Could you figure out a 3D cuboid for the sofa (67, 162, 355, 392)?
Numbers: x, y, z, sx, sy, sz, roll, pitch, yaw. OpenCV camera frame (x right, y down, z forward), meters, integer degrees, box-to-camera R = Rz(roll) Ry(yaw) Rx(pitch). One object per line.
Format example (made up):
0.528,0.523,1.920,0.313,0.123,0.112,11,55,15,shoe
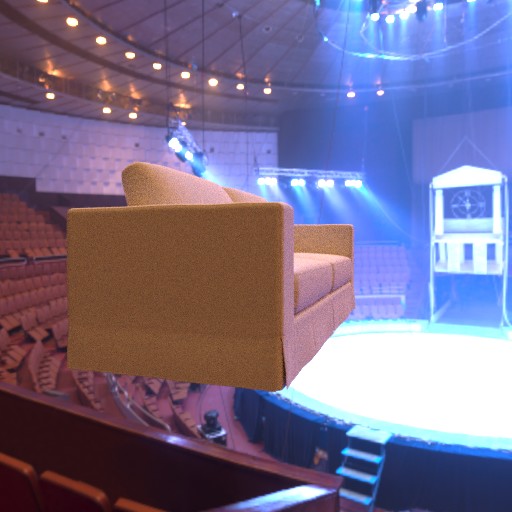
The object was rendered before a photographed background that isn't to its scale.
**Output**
0.000,0.000,2.688,0.954,0.881,2.163,1,2,19,sofa
